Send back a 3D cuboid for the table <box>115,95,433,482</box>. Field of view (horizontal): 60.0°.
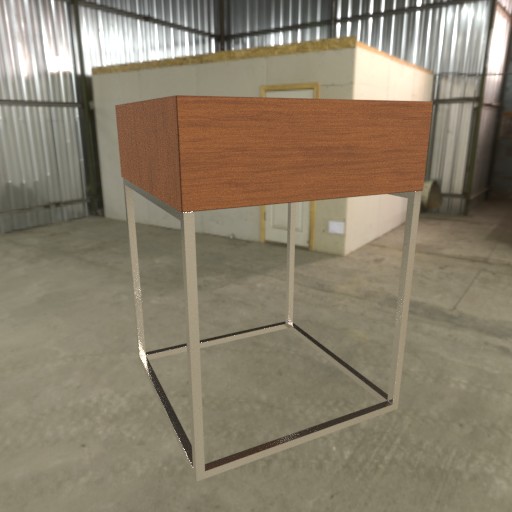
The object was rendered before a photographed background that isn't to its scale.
[{"bbox_3d":[0.000,0.000,0.830,0.397,0.540,0.398,-8,19,-25],"label":"table"}]
